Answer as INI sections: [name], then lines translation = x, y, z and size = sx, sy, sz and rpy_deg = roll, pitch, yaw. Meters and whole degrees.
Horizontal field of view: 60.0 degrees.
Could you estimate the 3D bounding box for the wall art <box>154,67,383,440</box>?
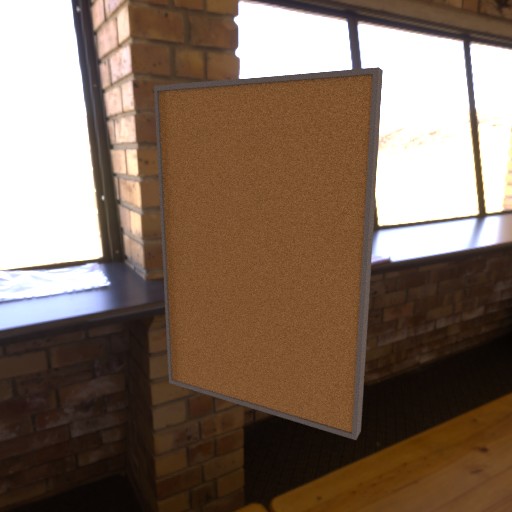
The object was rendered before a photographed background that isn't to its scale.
[wall art]
translation = 0.000, 0.000, 1.003
size = 0.511, 0.753, 0.039
rpy_deg = 7, 15, 27
